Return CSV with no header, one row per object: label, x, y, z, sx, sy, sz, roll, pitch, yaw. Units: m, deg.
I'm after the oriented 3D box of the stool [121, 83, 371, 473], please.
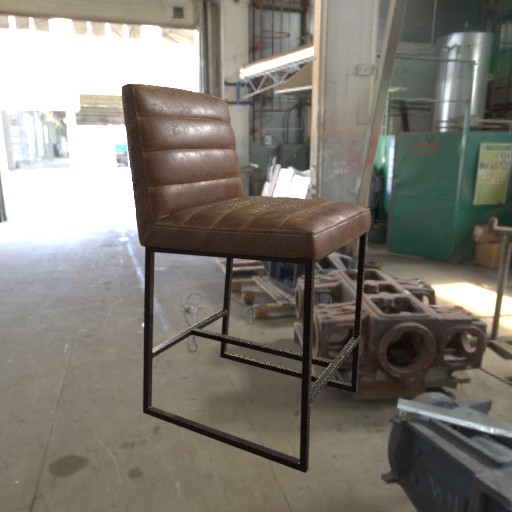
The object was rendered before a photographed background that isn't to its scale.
stool,0.000,0.000,1.283,0.562,0.942,0.463,7,15,28
